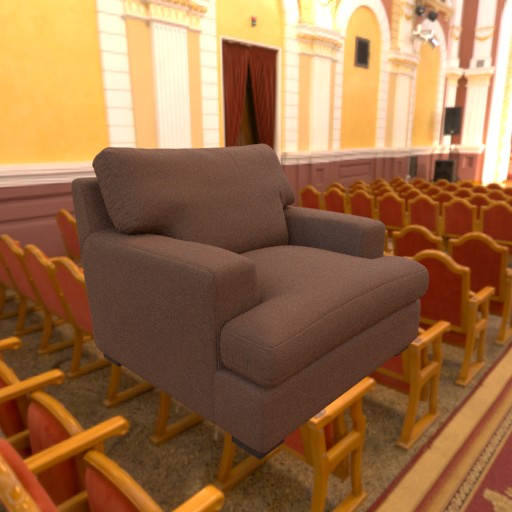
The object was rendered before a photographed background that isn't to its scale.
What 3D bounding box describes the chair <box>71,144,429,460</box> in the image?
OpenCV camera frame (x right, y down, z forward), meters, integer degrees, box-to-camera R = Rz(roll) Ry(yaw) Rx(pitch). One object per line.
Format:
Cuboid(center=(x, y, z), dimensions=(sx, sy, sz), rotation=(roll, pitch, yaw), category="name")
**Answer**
Cuboid(center=(0.000, 0.000, 1.960), dimensions=(1.143, 0.940, 1.168), rotation=(14, 21, 41), category="chair")
